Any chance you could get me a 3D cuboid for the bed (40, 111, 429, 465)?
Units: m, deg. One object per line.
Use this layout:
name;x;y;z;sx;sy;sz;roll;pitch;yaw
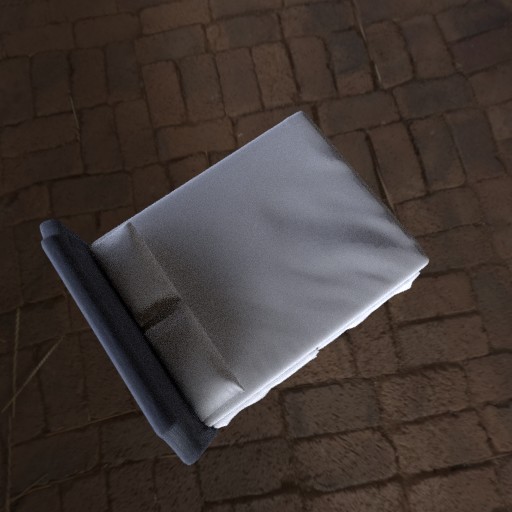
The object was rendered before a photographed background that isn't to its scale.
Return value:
bed;0.000;0.000;3.135;2.116;1.290;1.693;-35;77;-9
